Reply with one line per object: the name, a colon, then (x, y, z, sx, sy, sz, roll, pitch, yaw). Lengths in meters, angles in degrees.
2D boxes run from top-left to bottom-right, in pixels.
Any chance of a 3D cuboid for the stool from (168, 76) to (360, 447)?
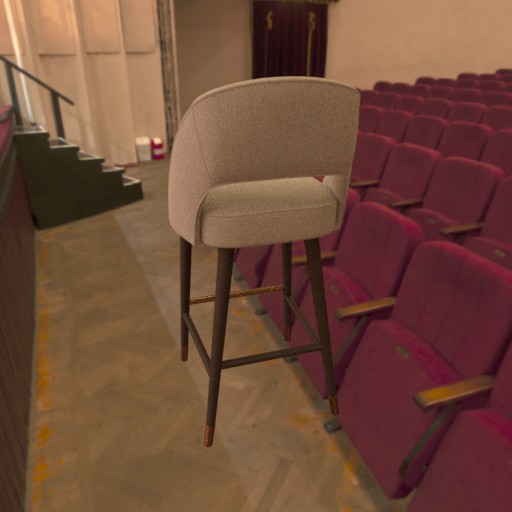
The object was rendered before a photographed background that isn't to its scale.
stool: (0.000, 0.000, 1.354, 0.494, 1.037, 0.509, -8, 26, -16)
